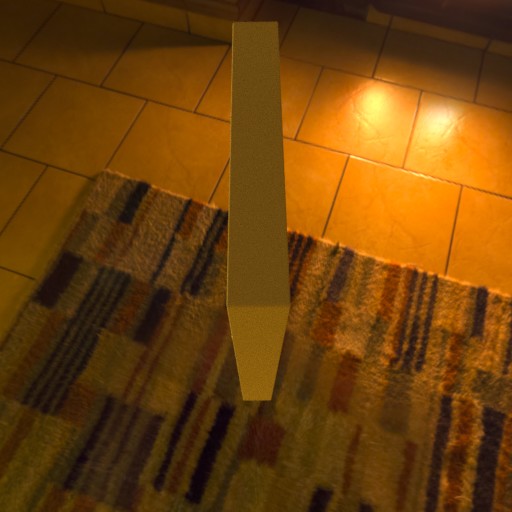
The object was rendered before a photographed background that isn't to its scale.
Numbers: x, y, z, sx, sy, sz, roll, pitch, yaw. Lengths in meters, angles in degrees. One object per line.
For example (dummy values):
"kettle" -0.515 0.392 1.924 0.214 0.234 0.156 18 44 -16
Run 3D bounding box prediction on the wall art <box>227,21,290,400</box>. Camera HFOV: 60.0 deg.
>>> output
"wall art" 0.000 0.000 0.488 0.039 0.381 0.252 0 64 0
